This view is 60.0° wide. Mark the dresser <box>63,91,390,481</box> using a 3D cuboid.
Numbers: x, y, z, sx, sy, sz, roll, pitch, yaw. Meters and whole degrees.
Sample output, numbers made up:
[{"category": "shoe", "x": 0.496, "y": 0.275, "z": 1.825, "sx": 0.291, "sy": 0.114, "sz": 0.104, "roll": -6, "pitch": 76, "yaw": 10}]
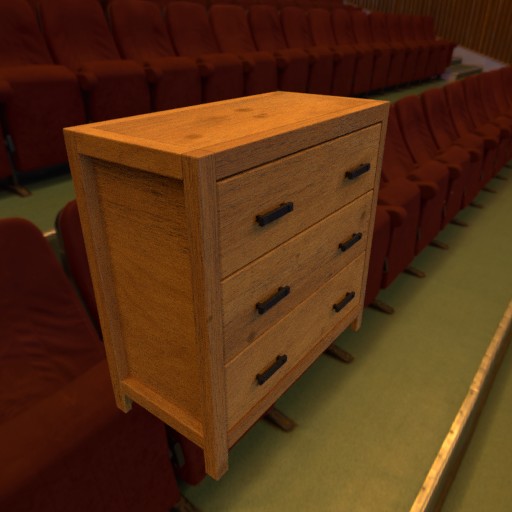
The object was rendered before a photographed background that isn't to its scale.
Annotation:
[{"category": "dresser", "x": 0.000, "y": 0.000, "z": 1.293, "sx": 0.427, "sy": 0.804, "sz": 0.804, "roll": 19, "pitch": 33, "yaw": 33}]
